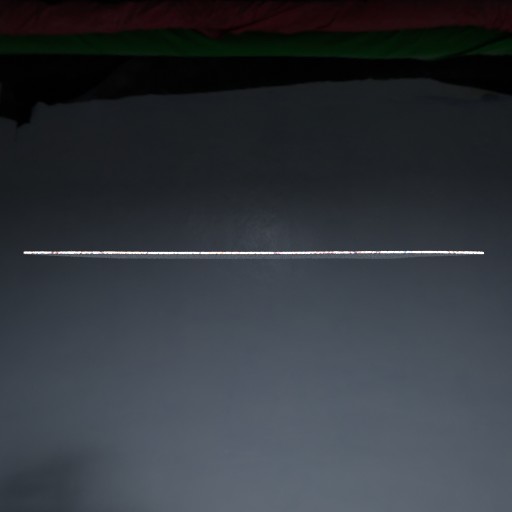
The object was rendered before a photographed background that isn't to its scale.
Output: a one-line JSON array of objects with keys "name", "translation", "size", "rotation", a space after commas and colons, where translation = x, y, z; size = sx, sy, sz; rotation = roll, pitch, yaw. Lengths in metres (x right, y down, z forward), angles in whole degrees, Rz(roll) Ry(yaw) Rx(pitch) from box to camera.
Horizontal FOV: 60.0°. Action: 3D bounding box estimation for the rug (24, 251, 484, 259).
[{"name": "rug", "translation": [0.000, 0.000, 4.279], "size": [3.226, 0.024, 2.436], "rotation": [0, -1, 1]}]
